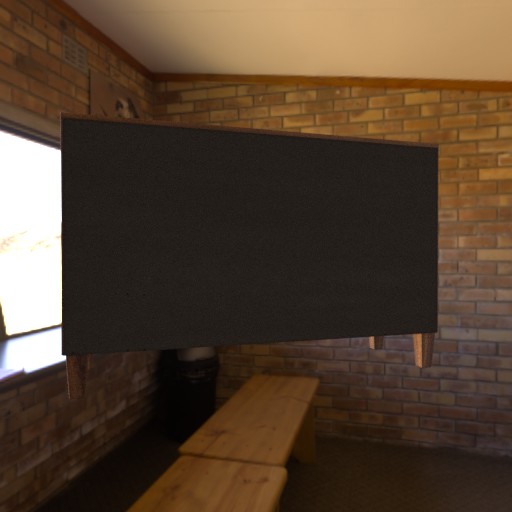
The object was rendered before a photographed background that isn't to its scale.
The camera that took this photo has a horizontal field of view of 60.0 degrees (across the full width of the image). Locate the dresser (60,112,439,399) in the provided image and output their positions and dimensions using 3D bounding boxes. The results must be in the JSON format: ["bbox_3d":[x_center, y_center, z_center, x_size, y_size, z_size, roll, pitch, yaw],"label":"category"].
[{"bbox_3d":[0.000,0.000,1.776,1.387,0.892,0.438,0,0,-17],"label":"dresser"}]
